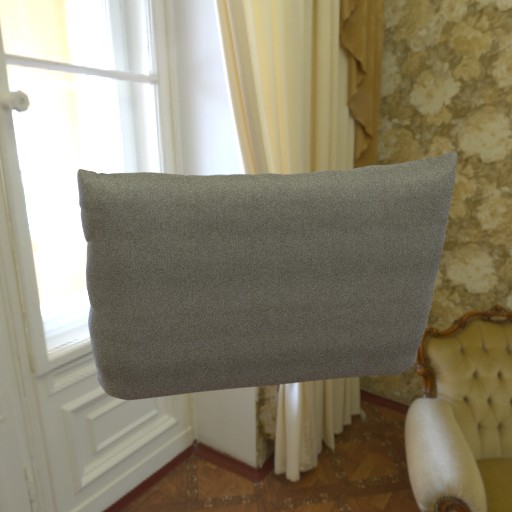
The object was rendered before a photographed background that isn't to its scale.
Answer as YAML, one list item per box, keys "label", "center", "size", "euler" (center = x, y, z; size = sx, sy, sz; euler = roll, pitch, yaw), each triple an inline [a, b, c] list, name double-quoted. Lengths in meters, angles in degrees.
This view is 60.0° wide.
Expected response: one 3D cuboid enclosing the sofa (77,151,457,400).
- label: "sofa"
  center: [0.000, 0.000, 1.694]
  size: [1.144, 0.795, 0.847]
  euler: [-3, 15, -10]
